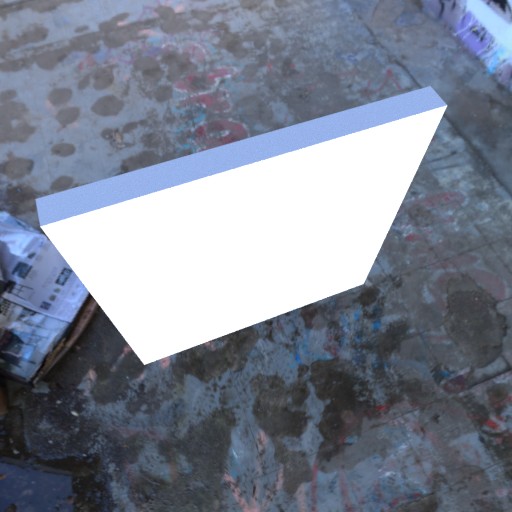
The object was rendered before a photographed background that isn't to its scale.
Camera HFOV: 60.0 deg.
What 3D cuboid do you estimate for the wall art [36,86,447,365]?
[{"bbox_3d":[0.000,0.000,0.521,0.355,0.355,0.027,-19,62,-11],"label":"wall art"}]
